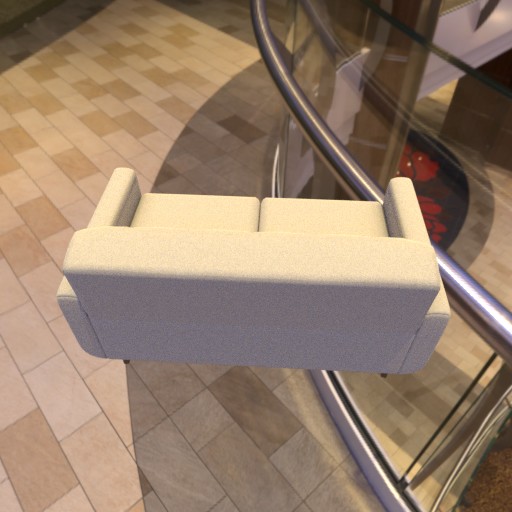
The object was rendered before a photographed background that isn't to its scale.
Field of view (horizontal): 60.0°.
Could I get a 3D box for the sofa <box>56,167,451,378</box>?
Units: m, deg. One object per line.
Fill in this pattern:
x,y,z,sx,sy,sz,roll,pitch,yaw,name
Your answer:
0.000,0.000,2.237,1.655,0.892,0.980,2,46,2,sofa
